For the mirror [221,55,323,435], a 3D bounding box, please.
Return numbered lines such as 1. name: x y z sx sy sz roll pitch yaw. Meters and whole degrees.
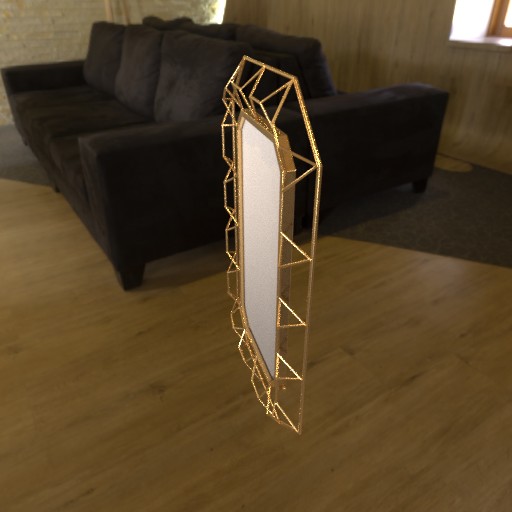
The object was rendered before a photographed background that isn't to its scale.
1. mirror: 0.000 0.000 1.090 0.051 0.870 0.572 -9 31 -14
